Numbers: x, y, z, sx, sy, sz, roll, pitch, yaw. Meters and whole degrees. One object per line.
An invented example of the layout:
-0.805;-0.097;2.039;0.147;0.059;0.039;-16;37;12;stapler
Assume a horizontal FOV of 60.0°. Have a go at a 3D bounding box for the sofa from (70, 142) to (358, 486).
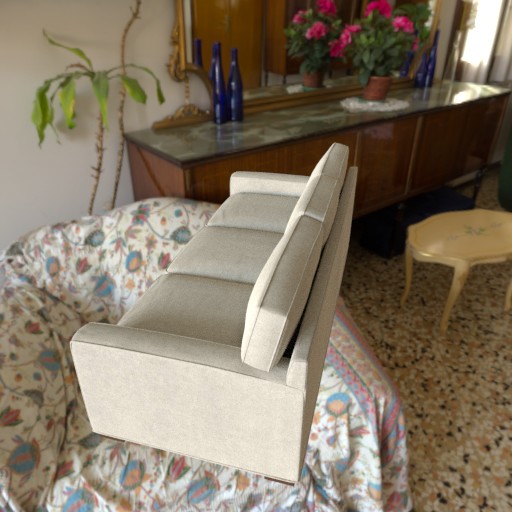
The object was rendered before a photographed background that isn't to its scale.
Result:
0.000;0.000;2.522;0.936;0.862;2.093;8;30;14;sofa
